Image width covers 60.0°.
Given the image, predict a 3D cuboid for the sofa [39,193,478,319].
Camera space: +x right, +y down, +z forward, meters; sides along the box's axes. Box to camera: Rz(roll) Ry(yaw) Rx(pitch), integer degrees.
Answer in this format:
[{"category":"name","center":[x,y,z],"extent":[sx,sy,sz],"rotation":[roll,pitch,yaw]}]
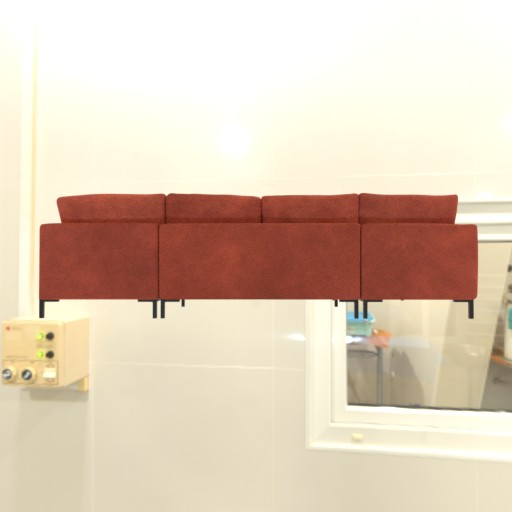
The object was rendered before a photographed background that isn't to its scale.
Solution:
[{"category":"sofa","center":[0.000,0.000,3.900],"extent":[2.971,0.858,1.981],"rotation":[0,-1,1]}]
